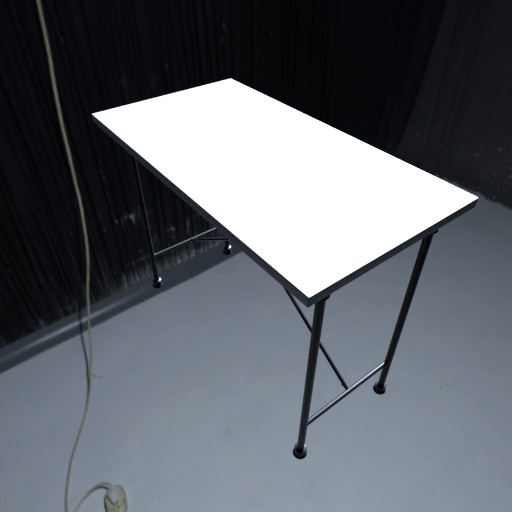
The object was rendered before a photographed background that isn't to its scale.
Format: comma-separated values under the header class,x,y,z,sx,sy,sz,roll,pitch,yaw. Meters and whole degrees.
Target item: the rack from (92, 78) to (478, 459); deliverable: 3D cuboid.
class,x,y,z,sx,sy,sz,roll,pitch,yaw
rack,0.000,0.000,1.677,0.613,0.880,1.159,-26,47,-27
